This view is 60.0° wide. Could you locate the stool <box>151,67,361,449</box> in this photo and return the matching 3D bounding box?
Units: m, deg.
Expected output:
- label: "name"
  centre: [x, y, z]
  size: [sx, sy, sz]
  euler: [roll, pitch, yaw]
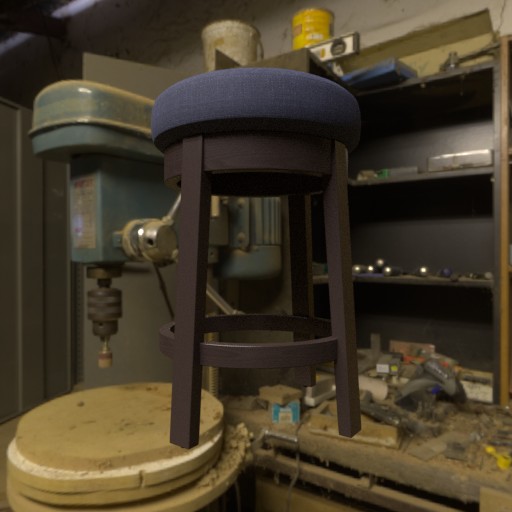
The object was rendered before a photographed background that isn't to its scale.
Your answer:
- label: "stool"
  centre: [0.000, 0.000, 0.932]
  size: [0.449, 0.655, 0.449]
  euler: [0, 0, 0]
